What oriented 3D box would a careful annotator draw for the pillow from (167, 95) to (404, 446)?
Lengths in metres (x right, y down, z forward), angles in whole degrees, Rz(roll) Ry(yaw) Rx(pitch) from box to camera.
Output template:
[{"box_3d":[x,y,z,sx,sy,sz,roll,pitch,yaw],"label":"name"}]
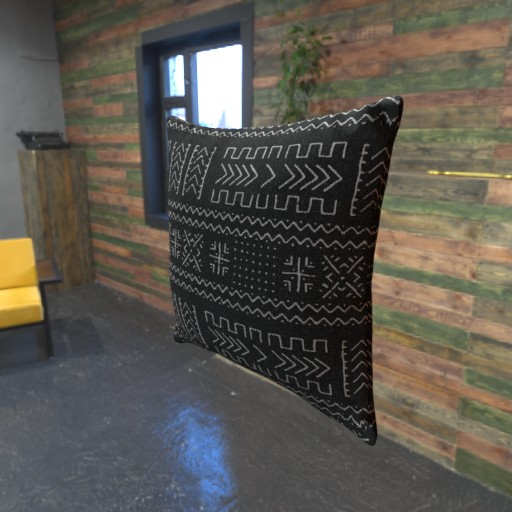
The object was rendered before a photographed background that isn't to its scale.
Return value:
[{"box_3d":[0.000,0.000,0.669,0.438,0.430,0.164,14,20,43],"label":"pillow"}]
